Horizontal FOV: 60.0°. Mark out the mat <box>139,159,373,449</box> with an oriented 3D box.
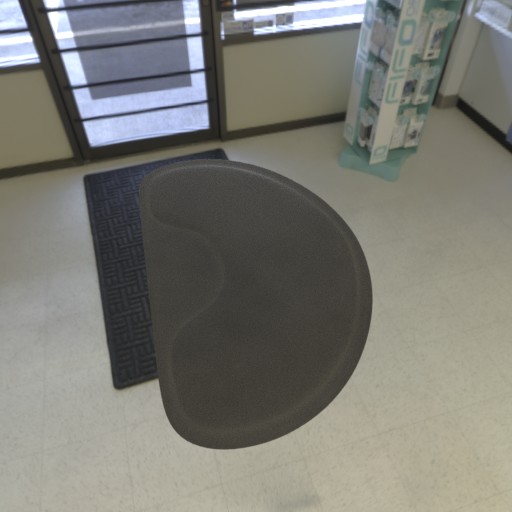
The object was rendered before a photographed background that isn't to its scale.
[{"bbox_3d":[0.000,0.000,1.875,0.913,0.013,1.524,-10,48,-10],"label":"mat"}]
